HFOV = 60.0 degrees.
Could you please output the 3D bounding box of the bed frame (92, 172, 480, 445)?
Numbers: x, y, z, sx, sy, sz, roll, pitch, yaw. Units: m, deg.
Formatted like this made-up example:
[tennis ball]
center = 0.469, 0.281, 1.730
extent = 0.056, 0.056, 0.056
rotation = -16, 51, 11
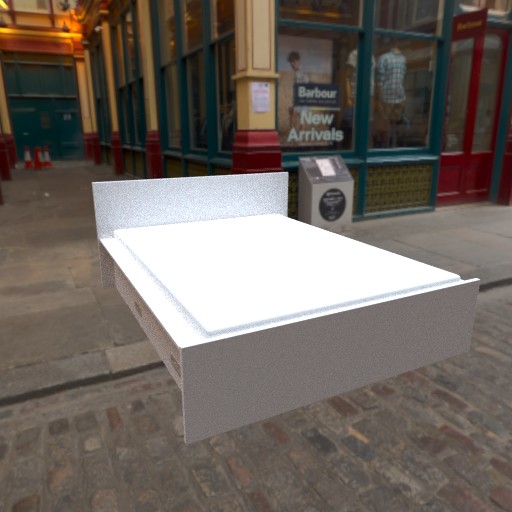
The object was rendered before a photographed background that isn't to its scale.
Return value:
[bed frame]
center = 0.000, 0.000, 2.796
extent = 1.622, 0.800, 1.960
rotation = -8, 18, -26
